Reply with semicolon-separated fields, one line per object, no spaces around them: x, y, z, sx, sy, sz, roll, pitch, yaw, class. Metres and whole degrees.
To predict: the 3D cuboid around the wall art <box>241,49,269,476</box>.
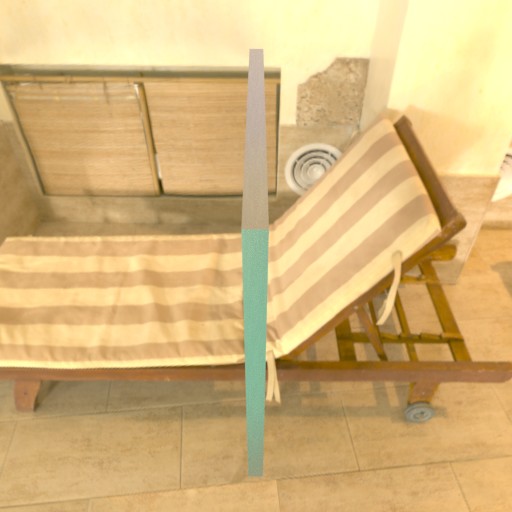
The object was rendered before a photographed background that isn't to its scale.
0.000;0.000;1.181;0.038;0.806;0.806;0;41;0;wall art
